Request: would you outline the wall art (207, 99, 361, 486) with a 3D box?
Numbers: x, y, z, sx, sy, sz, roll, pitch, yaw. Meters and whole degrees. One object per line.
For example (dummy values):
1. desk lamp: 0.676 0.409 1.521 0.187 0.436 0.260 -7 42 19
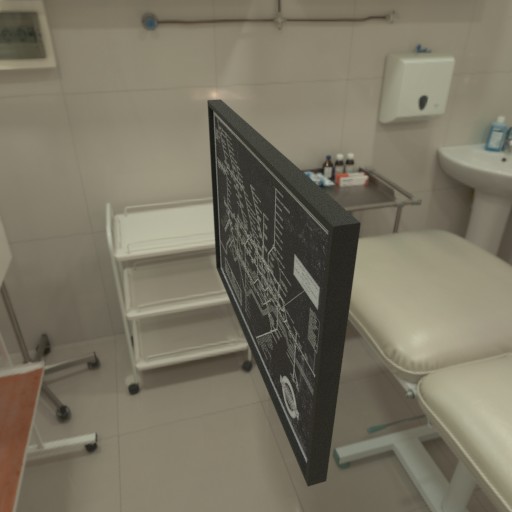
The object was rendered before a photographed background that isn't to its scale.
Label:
1. wall art: 0.000 0.000 0.568 0.021 0.301 0.443 -9 32 -14
